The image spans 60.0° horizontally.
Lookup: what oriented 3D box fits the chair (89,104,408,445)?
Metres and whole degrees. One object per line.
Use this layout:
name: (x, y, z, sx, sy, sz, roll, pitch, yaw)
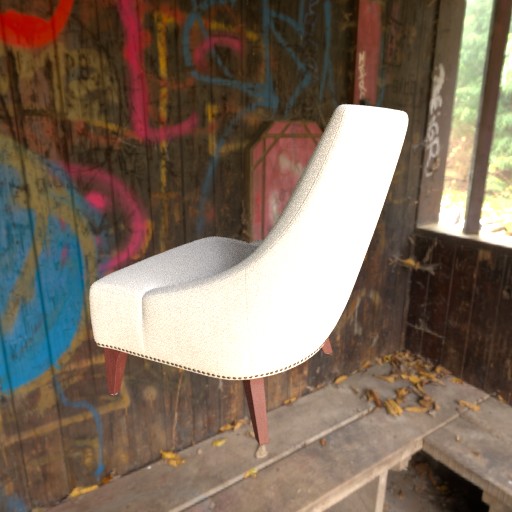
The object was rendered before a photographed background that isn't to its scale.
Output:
chair: (0.000, 0.000, 1.455, 0.861, 0.909, 0.701, 8, 18, 26)
